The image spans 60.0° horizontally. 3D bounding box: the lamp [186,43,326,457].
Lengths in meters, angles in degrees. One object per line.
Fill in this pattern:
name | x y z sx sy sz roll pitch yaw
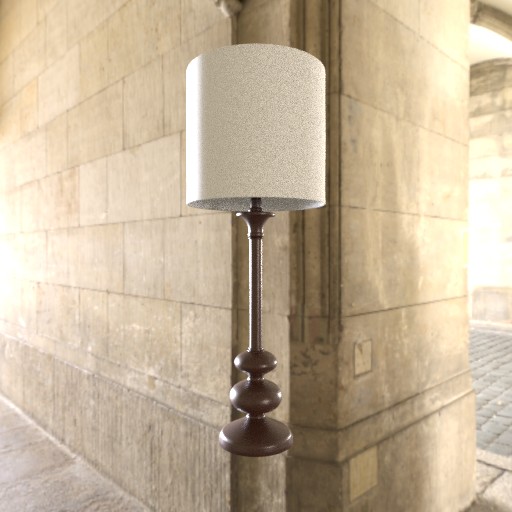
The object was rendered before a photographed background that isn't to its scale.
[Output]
lamp | 0.000 0.000 0.822 0.254 0.690 0.254 0 1 -1
